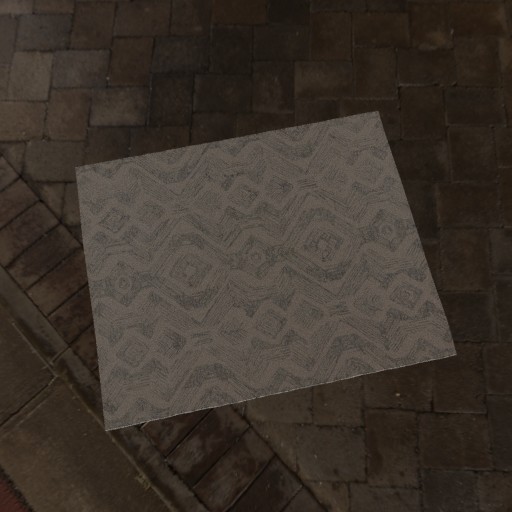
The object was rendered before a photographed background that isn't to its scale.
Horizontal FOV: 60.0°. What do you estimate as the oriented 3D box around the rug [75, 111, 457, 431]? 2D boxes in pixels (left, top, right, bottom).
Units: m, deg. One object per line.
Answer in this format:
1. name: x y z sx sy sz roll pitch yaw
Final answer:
1. rug: 0.000 0.000 4.042 3.054 0.030 2.430 -11 76 -3
